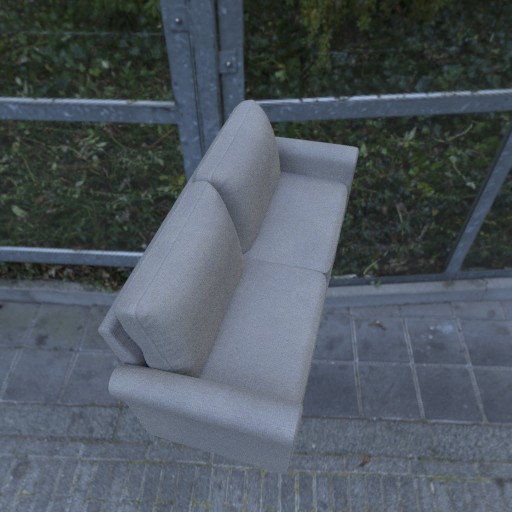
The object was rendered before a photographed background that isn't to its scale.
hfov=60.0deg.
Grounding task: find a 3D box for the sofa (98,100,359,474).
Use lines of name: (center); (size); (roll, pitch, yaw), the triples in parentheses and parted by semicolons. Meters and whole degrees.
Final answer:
sofa: (0.000, 0.000, 2.405); (0.842, 0.942, 1.935); (12, 48, 11)
